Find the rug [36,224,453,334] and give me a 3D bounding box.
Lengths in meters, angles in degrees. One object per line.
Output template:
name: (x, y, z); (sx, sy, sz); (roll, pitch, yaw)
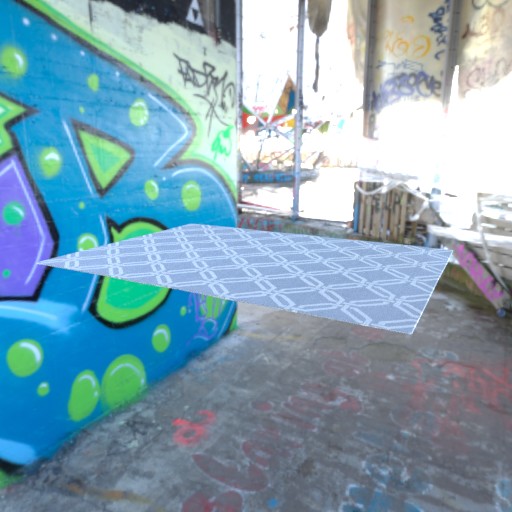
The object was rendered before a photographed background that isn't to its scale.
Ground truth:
rug: (0.000, 0.000, 2.764); (2.133, 0.013, 1.522); (7, 16, 28)
